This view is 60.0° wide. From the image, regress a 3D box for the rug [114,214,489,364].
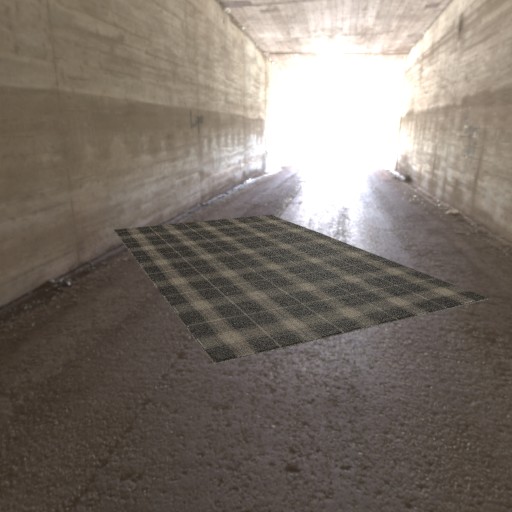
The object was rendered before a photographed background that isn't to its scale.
[{"bbox_3d":[0.000,0.000,3.031,1.520,0.015,2.434,-8,18,-24],"label":"rug"}]
